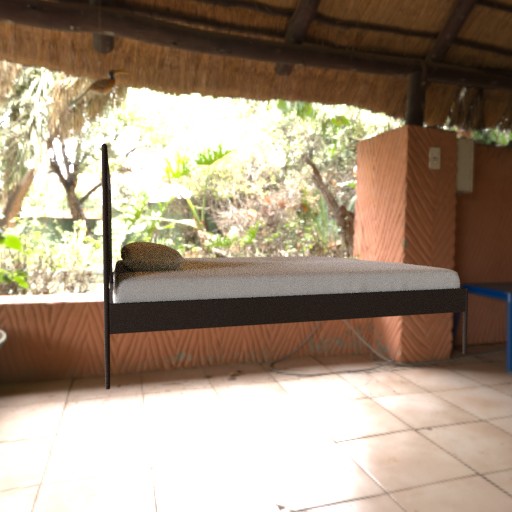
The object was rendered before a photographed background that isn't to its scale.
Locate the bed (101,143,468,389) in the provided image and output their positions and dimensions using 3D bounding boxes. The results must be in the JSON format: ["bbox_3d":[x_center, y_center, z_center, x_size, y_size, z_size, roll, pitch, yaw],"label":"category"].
[{"bbox_3d":[0.000,0.000,3.375,2.151,1.173,1.993,-1,3,-18],"label":"bed"}]
